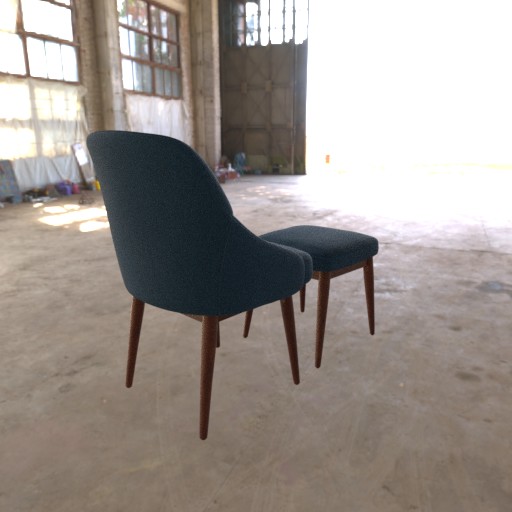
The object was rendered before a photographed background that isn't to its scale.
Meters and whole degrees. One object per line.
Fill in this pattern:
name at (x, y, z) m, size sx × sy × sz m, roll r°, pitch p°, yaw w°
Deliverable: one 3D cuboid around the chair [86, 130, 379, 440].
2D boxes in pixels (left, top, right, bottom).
chair at (0.000, 0.000, 1.619) m, size 0.584 × 0.866 × 1.114 m, roll 13°, pitch 20°, yaw 42°
